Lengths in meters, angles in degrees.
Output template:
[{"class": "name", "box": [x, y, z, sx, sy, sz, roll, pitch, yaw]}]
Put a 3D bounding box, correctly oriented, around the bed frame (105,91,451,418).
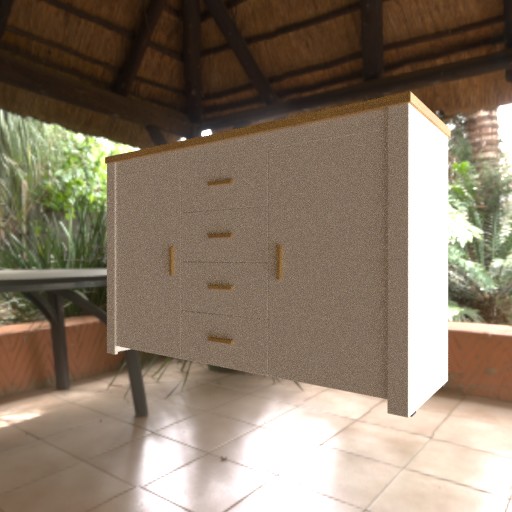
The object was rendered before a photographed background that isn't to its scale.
[{"class": "bed frame", "box": [0.000, 0.000, 1.696, 1.300, 0.850, 0.430, 0, 0, 36]}]
